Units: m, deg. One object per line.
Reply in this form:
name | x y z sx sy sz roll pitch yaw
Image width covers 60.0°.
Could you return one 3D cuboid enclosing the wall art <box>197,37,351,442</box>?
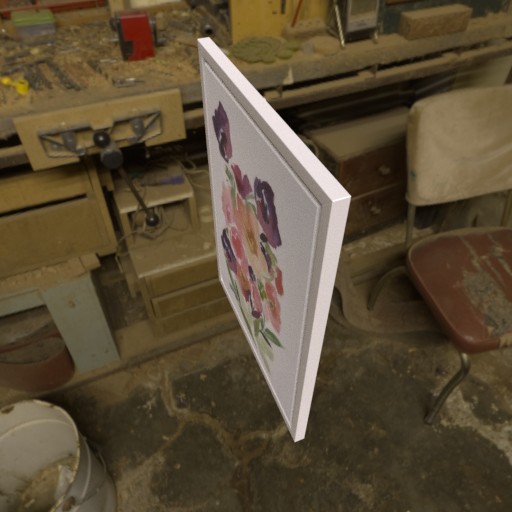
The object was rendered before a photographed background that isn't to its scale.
wall art | 0.000 0.000 1.410 0.042 1.056 0.805 -16 48 -15
